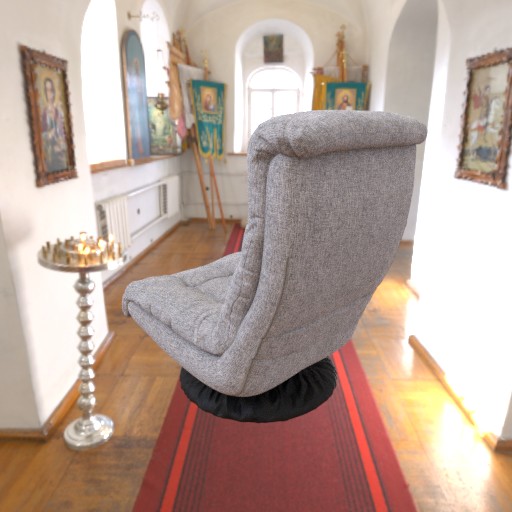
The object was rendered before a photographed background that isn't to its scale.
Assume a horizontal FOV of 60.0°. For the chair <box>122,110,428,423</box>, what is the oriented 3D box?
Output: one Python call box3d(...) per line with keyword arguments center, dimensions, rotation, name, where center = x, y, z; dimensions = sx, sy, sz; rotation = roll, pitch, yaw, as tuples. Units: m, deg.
box3d(center=(0.000, 0.000, 0.967), dimensions=(0.400, 0.600, 0.583), rotation=(-16, 23, -41), name="chair")
